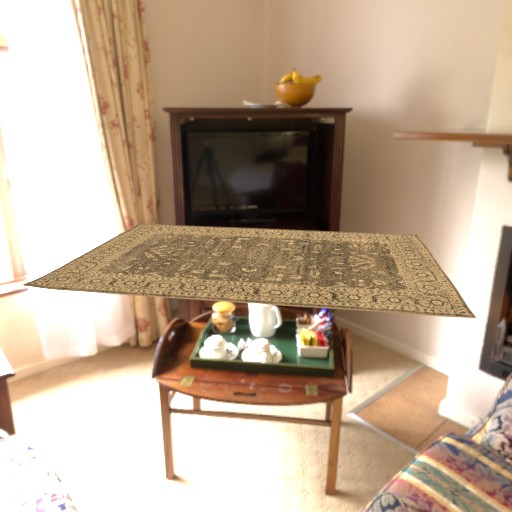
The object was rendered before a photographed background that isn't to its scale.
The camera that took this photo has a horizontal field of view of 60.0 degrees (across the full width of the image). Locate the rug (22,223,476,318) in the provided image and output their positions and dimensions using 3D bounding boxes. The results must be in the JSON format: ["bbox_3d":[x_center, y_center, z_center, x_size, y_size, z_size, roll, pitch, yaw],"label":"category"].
[{"bbox_3d":[0.000,0.000,2.309,1.828,0.019,1.209,3,17,9],"label":"rug"}]
